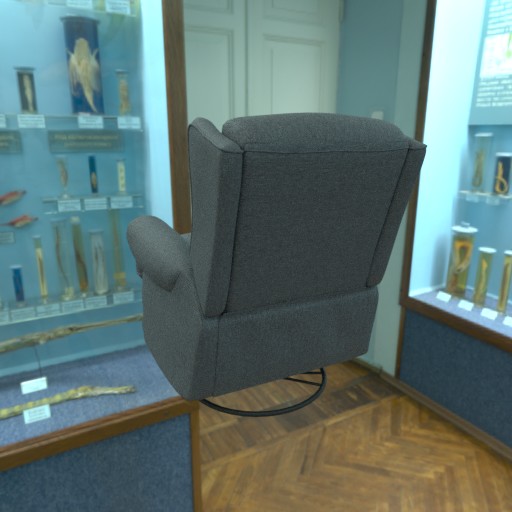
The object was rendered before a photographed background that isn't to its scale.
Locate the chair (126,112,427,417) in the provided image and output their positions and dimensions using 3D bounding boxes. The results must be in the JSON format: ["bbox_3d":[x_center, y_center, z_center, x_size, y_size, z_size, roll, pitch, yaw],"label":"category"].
[{"bbox_3d":[0.000,0.000,1.691,0.847,1.011,0.969,-8,17,-26],"label":"chair"}]
